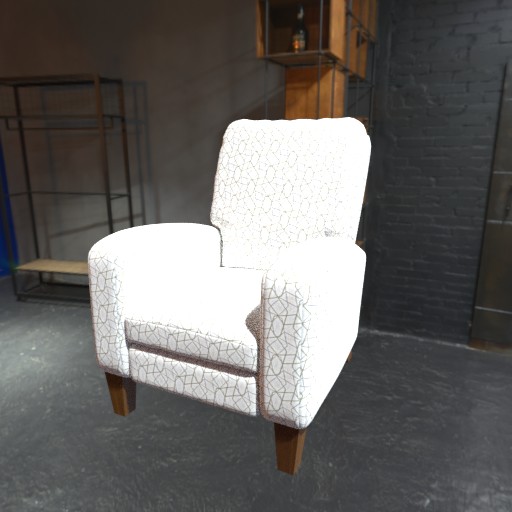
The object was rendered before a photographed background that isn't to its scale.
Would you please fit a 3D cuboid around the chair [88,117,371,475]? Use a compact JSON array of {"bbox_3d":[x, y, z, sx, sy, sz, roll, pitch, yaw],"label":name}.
[{"bbox_3d":[0.000,0.000,1.743,0.796,1.064,0.995,7,16,25],"label":"chair"}]
